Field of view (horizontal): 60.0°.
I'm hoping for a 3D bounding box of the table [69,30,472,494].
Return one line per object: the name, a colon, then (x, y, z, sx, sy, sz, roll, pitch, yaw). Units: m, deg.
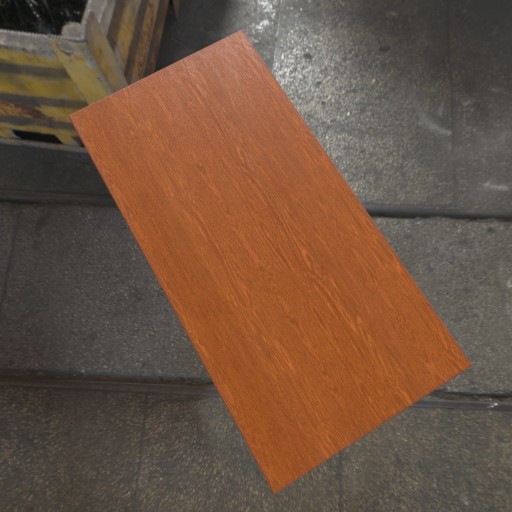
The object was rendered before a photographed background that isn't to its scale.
table: (0.000, 0.000, 2.032, 0.811, 0.755, 1.609, -30, 78, -7)
